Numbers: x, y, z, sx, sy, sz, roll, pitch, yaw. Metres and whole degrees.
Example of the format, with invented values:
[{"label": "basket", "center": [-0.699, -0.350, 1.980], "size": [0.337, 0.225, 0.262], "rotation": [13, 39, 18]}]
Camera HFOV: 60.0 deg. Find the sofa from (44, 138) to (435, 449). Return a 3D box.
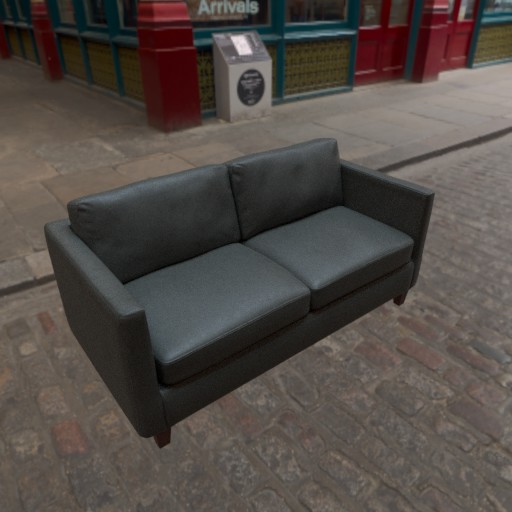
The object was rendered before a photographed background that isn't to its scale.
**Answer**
[{"label": "sofa", "center": [0.000, 0.000, 2.430], "size": [1.883, 0.933, 0.951], "rotation": [-21, 37, -32]}]
